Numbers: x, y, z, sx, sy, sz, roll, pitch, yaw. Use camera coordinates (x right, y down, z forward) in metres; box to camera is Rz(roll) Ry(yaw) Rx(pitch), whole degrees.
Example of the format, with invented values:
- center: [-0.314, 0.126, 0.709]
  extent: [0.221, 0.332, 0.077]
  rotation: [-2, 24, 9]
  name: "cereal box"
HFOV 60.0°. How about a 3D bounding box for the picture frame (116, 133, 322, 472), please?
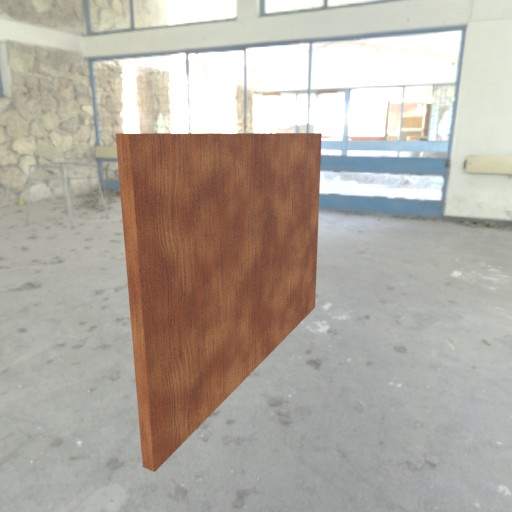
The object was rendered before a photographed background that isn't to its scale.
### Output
- center: [0.000, 0.000, 1.199]
  extent: [0.029, 0.640, 0.950]
  rotation: [8, 17, 25]
  name: "picture frame"
